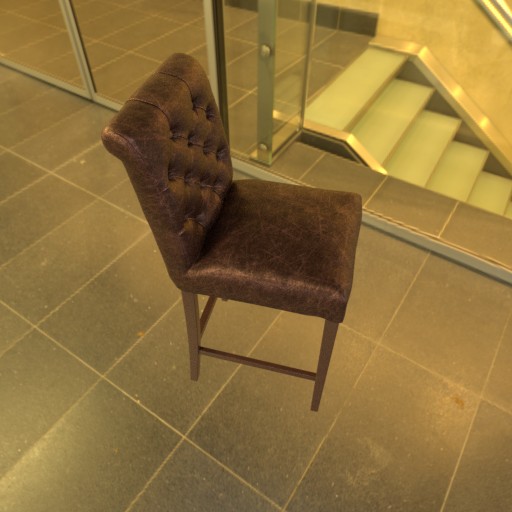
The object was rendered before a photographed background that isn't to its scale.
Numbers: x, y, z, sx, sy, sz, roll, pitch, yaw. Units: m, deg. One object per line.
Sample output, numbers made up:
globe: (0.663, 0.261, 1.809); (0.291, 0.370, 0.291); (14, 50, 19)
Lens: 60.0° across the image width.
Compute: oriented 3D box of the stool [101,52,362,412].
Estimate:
stool: (0.000, 0.000, 1.535); (0.659, 1.168, 0.483); (11, 48, 10)
